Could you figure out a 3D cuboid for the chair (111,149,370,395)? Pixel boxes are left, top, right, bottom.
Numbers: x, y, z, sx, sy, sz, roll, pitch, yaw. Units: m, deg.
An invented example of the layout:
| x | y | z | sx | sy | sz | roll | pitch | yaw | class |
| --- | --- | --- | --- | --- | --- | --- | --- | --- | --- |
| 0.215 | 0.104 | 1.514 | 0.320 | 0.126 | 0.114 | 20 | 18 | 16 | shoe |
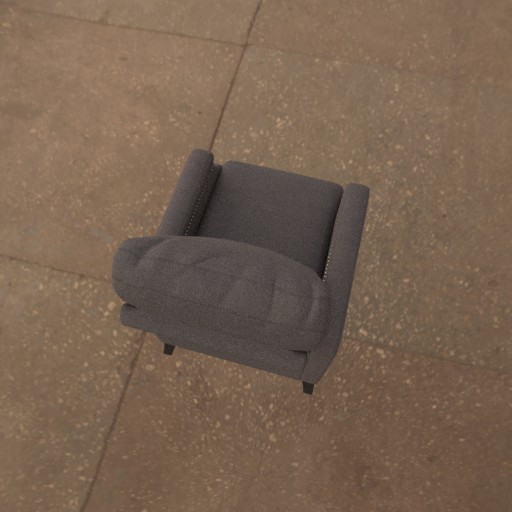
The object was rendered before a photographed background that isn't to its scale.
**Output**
| x | y | z | sx | sy | sz | roll | pitch | yaw | class |
| --- | --- | --- | --- | --- | --- | --- | --- | --- | --- |
| 0.000 | 0.000 | 1.645 | 0.710 | 1.049 | 0.922 | 14 | 64 | 7 | chair |
